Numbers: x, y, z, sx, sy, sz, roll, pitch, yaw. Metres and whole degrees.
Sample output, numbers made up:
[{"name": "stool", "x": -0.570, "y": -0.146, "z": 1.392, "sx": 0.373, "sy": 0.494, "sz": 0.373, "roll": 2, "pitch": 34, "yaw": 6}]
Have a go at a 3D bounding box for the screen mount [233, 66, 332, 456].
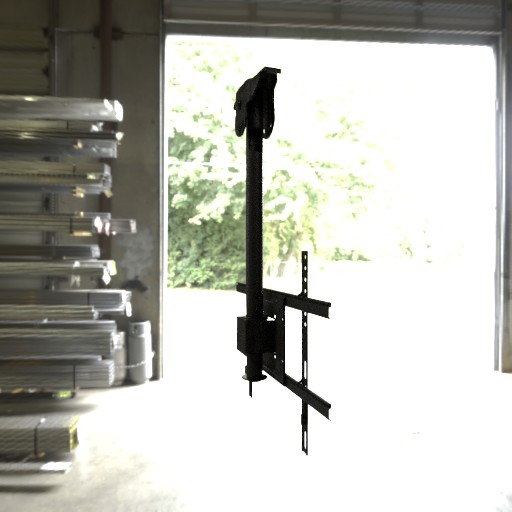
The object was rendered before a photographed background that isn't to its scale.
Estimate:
[{"name": "screen mount", "x": 0.000, "y": 0.000, "z": 1.029, "sx": 0.090, "sy": 0.775, "sz": 0.595, "roll": 0, "pitch": 0, "yaw": -18}]
